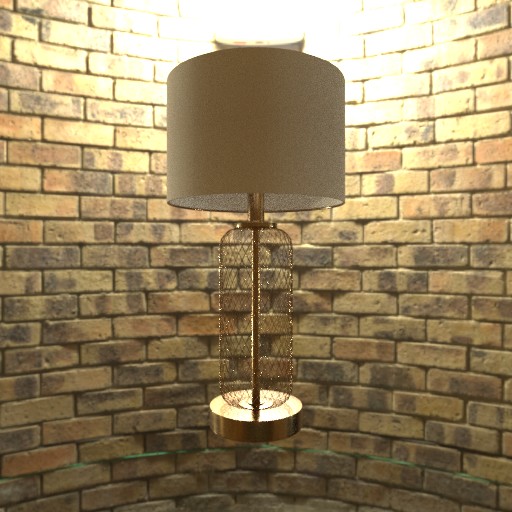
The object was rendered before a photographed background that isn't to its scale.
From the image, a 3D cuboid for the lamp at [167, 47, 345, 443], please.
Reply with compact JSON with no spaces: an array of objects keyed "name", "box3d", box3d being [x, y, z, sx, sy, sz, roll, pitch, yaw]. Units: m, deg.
[{"name":"lamp","box3d":[0.000,0.000,0.637,0.252,0.483,0.252,0,0,-36]}]
